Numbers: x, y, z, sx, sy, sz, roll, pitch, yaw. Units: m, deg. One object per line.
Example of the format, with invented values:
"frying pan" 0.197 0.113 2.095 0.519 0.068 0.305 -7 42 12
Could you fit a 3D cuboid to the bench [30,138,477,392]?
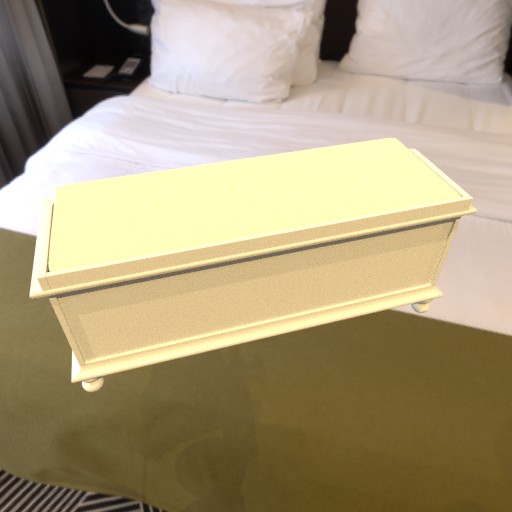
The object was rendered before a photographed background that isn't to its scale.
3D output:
"bench" 0.000 0.000 1.400 1.185 0.486 0.402 -11 43 -12
